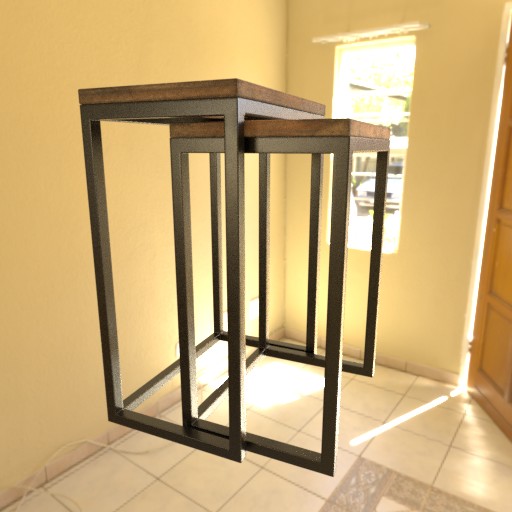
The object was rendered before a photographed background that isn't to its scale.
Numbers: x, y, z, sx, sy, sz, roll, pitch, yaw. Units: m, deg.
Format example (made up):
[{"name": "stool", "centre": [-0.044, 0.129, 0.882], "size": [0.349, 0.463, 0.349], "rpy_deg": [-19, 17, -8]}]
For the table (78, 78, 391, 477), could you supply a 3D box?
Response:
[{"name": "table", "centre": [0.000, 0.000, 0.902], "size": [0.460, 0.615, 0.456], "rpy_deg": [7, 15, 26]}]
